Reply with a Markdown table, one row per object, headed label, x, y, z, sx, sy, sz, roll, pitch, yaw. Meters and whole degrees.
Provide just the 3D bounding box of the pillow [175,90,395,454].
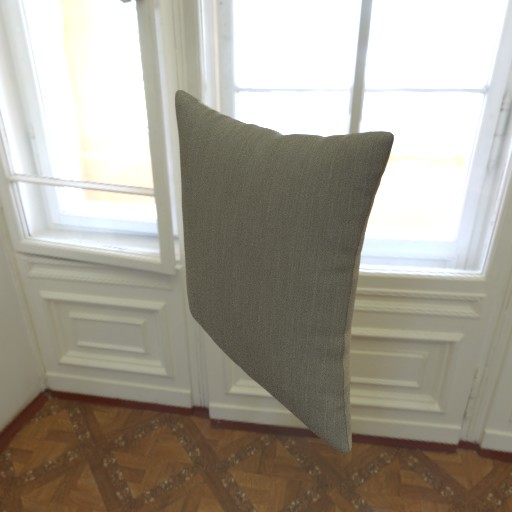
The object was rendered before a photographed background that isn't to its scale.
| label | x | y | z | sx | sy | sz | roll | pitch | yaw |
| --- | --- | --- | --- | --- | --- | --- | --- | --- | --- |
| pillow | 0.000 | 0.000 | 0.781 | 0.161 | 0.509 | 0.511 | -18 | 32 | -32 |
